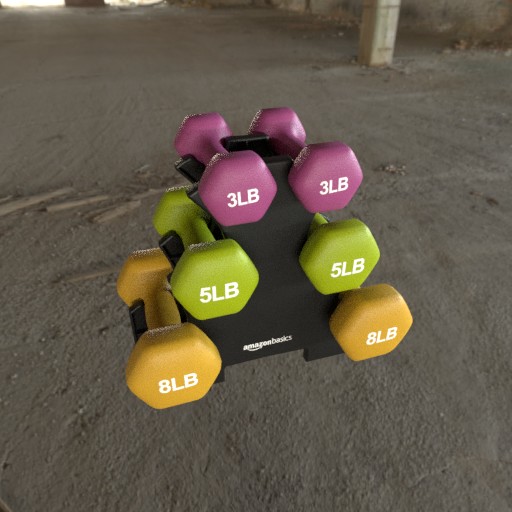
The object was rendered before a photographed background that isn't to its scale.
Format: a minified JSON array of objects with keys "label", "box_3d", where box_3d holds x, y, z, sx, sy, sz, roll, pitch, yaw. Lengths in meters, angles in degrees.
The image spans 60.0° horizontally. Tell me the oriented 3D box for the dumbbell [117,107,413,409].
[{"label":"dumbbell","box_3d":[0.000,0.000,0.472,0.300,0.271,0.190,-9,33,-15]}]
